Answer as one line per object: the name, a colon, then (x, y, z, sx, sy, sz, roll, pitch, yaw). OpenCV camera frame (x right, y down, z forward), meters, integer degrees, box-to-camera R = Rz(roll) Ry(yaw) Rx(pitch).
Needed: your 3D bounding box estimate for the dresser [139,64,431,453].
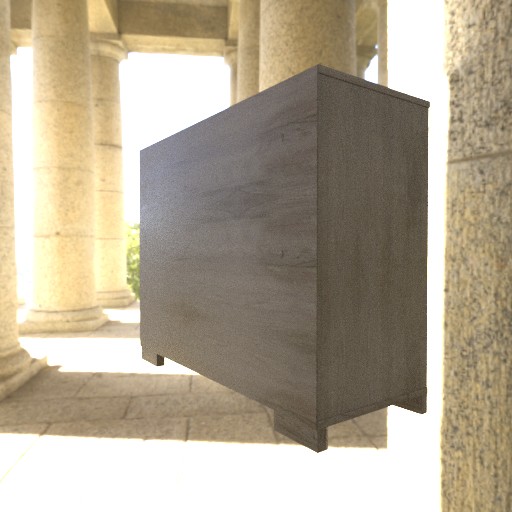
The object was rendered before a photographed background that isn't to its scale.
dresser: (0.000, 0.000, 1.445, 0.404, 0.816, 0.994, -1, 1, -36)
